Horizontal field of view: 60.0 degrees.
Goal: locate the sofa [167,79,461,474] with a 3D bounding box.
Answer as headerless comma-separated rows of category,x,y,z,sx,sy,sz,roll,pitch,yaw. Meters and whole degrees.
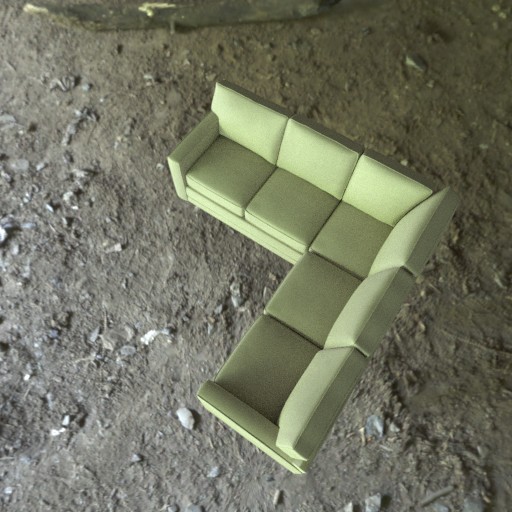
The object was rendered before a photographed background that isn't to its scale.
sofa,0.000,0.000,3.416,2.182,0.939,2.189,32,68,14
